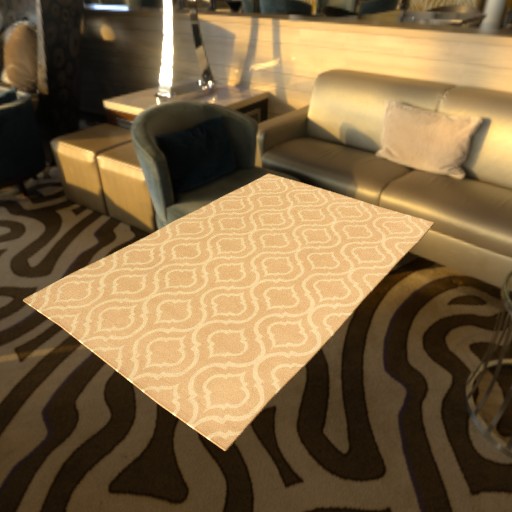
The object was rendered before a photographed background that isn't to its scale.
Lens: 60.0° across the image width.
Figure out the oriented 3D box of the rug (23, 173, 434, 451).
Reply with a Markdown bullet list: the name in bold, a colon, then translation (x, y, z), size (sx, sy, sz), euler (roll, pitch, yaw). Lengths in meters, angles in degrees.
- **rug**: translation (0.000, 0.000, 2.158), size (1.152, 0.013, 1.761), euler (23, 39, 31)
